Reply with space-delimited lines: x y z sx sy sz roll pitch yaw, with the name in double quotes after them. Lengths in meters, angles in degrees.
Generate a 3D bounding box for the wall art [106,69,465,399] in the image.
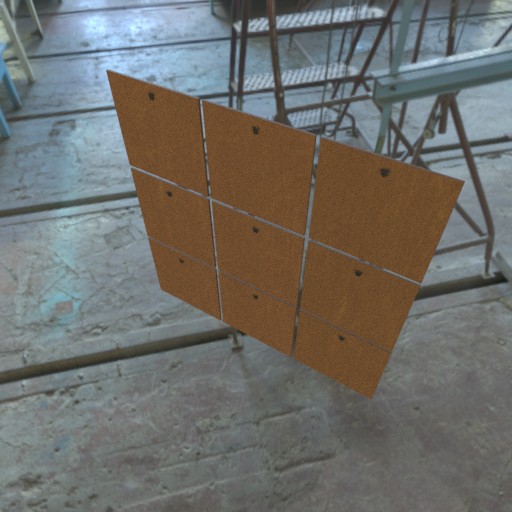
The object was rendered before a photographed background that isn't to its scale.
0.000 0.000 2.214 1.526 1.522 0.023 24 51 21 "wall art"
